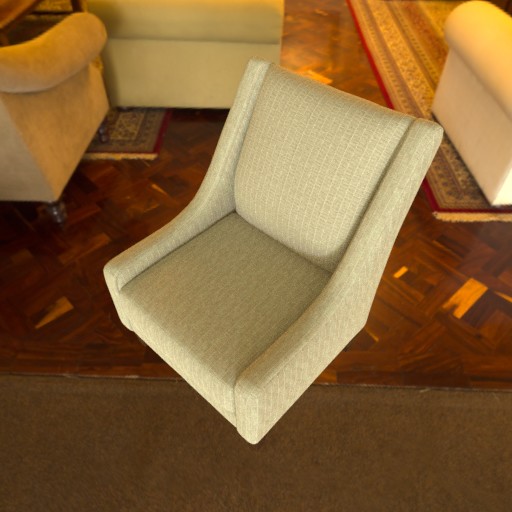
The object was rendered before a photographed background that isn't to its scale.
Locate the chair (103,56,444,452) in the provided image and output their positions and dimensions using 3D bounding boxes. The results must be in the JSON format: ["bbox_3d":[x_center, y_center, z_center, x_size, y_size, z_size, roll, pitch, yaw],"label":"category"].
[{"bbox_3d":[0.000,0.000,1.617,0.774,1.014,0.870,34,55,28],"label":"chair"}]
